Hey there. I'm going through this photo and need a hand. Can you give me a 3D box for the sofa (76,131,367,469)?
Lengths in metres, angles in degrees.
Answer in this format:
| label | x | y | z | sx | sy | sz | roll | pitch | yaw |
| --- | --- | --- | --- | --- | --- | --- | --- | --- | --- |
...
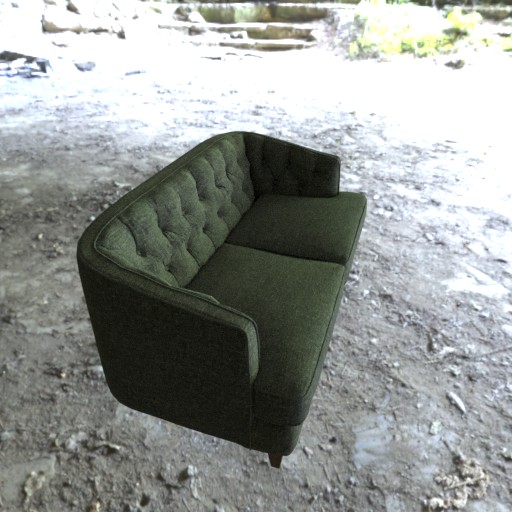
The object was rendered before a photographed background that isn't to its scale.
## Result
| label | x | y | z | sx | sy | sz | roll | pitch | yaw |
| --- | --- | --- | --- | --- | --- | --- | --- | --- | --- |
| sofa | 0.000 | 0.000 | 2.249 | 0.941 | 0.855 | 1.733 | 10 | 33 | 16 |
